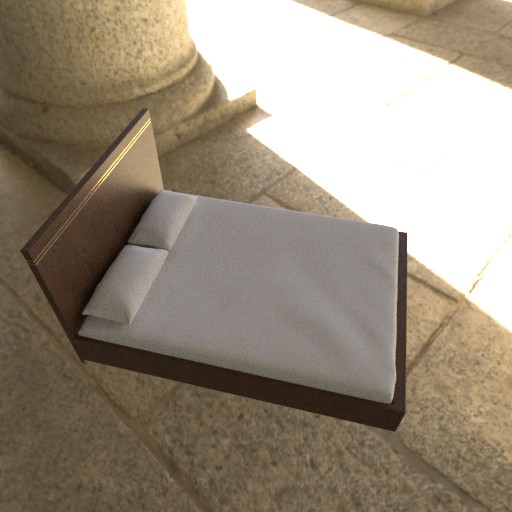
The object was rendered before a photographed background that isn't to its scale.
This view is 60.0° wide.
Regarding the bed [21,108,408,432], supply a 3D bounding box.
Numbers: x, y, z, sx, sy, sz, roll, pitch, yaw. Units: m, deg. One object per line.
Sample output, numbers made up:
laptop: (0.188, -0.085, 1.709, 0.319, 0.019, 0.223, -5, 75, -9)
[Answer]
bed: (0.000, 0.000, 3.168, 2.221, 1.169, 1.613, 10, 47, 10)
